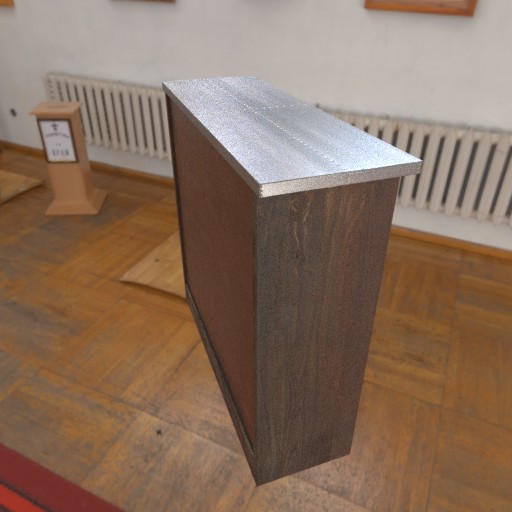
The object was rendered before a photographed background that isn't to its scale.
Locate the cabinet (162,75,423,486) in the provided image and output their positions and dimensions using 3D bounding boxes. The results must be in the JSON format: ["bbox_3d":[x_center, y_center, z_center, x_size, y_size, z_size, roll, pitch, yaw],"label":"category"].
[{"bbox_3d":[0.000,0.000,1.425,0.338,0.919,0.968,-11,33,-17],"label":"cabinet"}]
